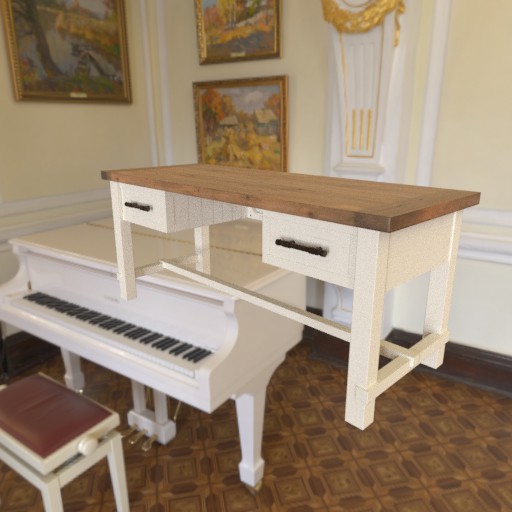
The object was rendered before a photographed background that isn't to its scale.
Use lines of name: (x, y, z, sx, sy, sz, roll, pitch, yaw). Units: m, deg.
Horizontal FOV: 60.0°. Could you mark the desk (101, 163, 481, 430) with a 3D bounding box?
desk: (0.000, 0.000, 2.224, 0.688, 0.762, 1.803, -16, 23, -42)
